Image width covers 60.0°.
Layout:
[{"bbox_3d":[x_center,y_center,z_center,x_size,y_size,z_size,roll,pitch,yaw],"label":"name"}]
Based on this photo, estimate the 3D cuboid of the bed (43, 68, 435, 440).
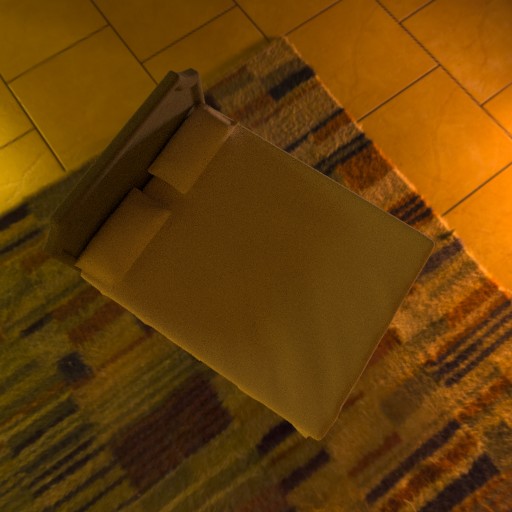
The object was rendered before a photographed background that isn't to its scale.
[{"bbox_3d":[0.000,0.000,3.600,2.464,1.306,1.977,33,78,8],"label":"bed"}]
